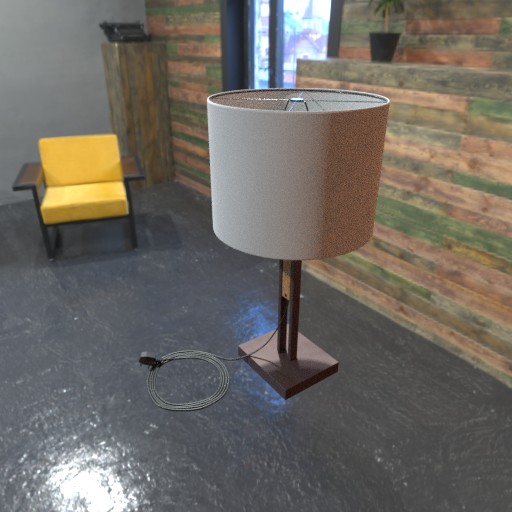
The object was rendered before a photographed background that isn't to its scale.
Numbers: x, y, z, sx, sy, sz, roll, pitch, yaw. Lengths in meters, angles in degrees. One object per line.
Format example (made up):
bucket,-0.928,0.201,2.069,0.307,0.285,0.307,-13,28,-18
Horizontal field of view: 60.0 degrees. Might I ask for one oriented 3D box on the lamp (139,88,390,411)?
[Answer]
lamp,0.000,0.000,0.997,0.525,0.668,0.396,-18,31,-31
